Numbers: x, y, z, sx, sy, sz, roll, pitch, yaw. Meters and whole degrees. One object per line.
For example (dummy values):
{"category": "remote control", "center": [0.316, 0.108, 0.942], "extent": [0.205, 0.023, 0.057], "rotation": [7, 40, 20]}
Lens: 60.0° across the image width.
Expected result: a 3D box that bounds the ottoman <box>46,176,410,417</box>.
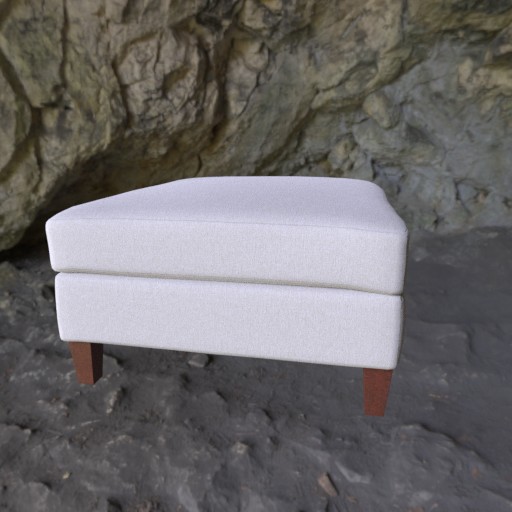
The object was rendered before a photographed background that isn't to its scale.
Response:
{"category": "ottoman", "center": [0.000, 0.000, 1.445], "extent": [0.836, 0.492, 0.976], "rotation": [3, 15, 11]}
